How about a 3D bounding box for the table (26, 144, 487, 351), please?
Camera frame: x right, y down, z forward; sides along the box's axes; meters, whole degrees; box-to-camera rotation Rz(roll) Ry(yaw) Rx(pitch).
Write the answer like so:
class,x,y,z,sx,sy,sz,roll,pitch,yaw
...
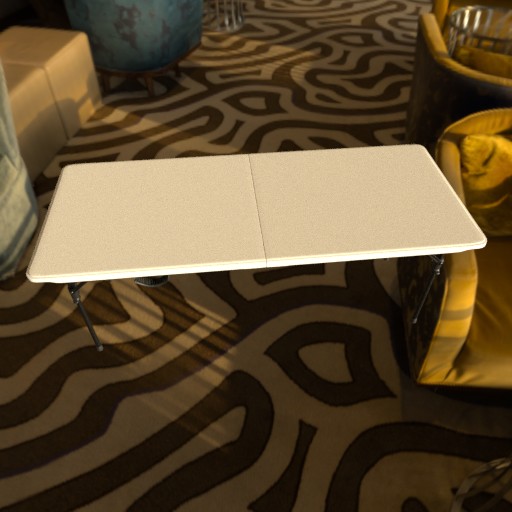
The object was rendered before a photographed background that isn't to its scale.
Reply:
class,x,y,z,sx,sy,sz,roll,pitch,yaw
table,0.000,0.000,2.241,1.829,0.719,0.761,-4,46,-4
